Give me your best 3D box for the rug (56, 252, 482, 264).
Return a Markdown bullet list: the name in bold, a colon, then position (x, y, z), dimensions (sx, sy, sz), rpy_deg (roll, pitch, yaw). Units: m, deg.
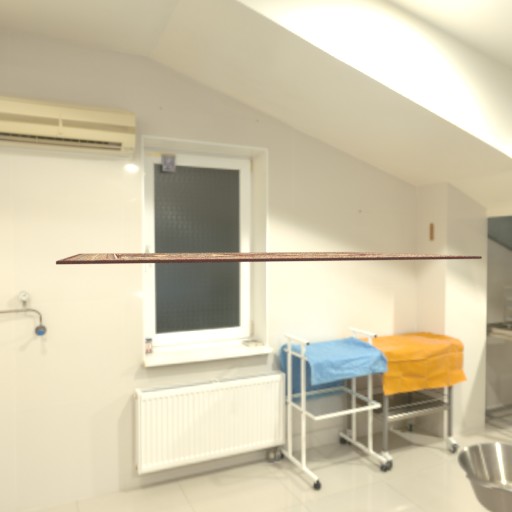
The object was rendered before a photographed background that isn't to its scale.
- **rug**: position (0.000, 0.000, 5.923), dimensions (4.578, 0.033, 3.033), rpy_deg (-1, 2, -18)
